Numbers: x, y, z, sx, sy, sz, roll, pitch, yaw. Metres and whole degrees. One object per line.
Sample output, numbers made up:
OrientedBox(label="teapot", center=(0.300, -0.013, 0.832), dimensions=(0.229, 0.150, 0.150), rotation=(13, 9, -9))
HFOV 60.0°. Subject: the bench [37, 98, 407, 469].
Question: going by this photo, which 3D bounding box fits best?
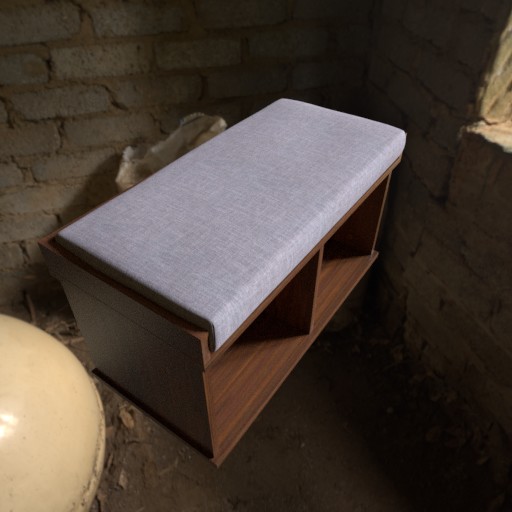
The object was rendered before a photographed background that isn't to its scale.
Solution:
OrientedBox(label="bench", center=(0.000, 0.000, 1.006), dimensions=(0.362, 0.461, 0.734), rotation=(25, 47, 26))
